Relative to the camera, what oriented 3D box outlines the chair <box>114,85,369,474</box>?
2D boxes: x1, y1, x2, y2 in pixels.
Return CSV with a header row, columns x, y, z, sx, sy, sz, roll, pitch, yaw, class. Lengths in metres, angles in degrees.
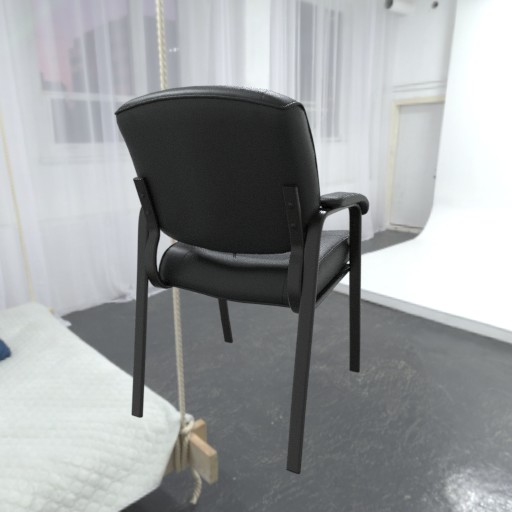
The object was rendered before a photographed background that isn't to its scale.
x,y,z,sx,sy,sz,roll,pitch,yaw,class
0.000,0.000,1.338,0.591,0.910,0.668,7,16,26,chair
